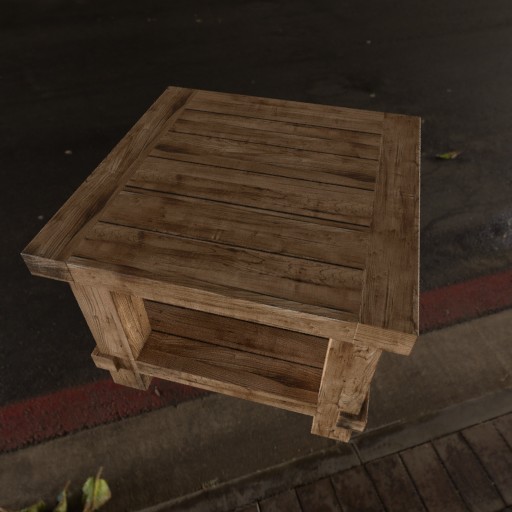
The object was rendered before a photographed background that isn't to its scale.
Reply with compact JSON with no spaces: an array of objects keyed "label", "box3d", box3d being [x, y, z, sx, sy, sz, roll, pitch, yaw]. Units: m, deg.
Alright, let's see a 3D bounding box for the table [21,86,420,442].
[{"label":"table","box3d":[0.000,0.000,1.015,0.610,0.457,0.610,11,47,10]}]
